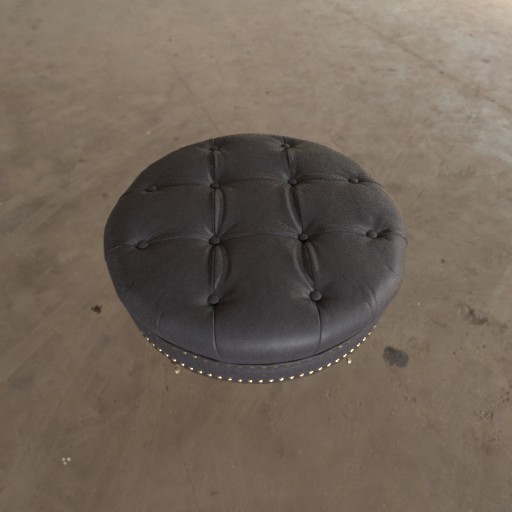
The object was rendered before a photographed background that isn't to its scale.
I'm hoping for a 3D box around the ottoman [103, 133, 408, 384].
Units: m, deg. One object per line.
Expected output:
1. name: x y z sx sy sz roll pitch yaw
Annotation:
1. ottoman: 0.000 0.000 1.421 0.901 0.439 0.901 0 46 0
